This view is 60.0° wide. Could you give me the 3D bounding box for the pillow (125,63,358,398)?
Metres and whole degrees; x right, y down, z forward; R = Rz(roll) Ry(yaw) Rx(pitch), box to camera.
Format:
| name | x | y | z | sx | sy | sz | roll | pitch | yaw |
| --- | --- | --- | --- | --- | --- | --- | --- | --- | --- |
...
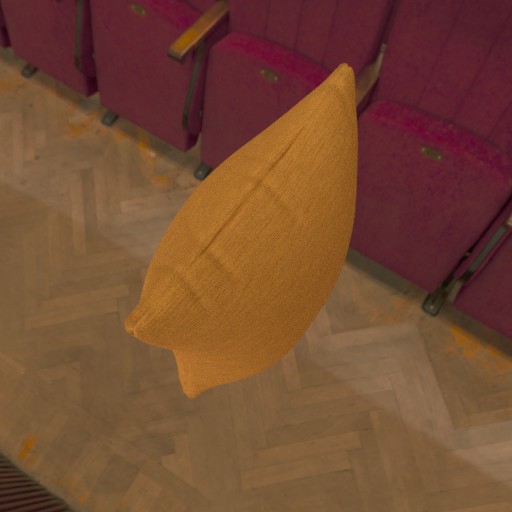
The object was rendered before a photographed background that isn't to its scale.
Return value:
| name | x | y | z | sx | sy | sz | roll | pitch | yaw |
| --- | --- | --- | --- | --- | --- | --- | --- | --- | --- |
| pillow | 0.000 | 0.000 | 0.681 | 0.247 | 0.417 | 0.435 | 32 | 69 | 14 |
